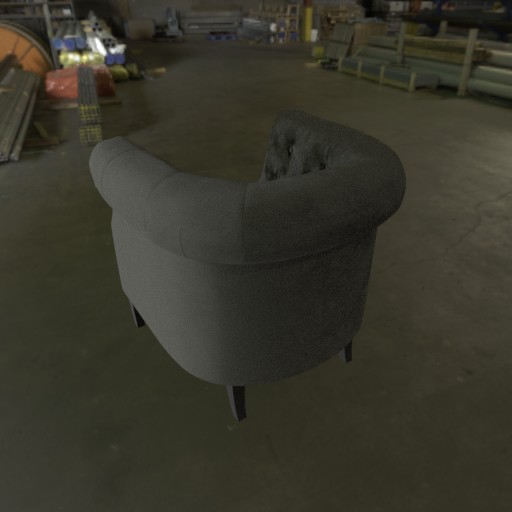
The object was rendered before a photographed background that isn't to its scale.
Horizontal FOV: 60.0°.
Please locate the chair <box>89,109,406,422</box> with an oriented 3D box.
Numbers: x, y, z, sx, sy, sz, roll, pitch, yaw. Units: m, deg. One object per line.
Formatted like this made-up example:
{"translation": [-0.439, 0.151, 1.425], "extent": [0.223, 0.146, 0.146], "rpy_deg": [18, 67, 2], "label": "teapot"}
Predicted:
{"translation": [0.000, 0.000, 1.573], "extent": [0.904, 0.826, 0.851], "rpy_deg": [-19, 36, -28], "label": "chair"}
